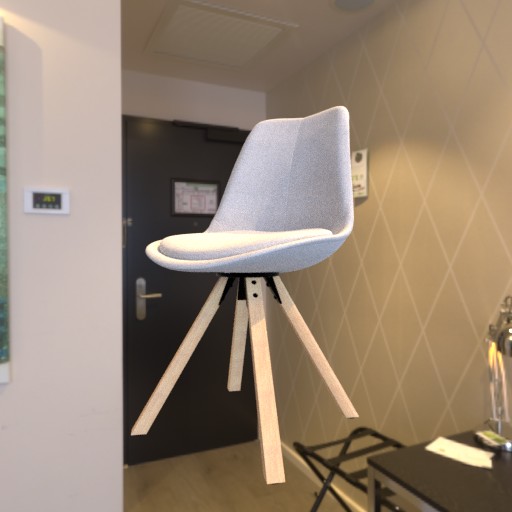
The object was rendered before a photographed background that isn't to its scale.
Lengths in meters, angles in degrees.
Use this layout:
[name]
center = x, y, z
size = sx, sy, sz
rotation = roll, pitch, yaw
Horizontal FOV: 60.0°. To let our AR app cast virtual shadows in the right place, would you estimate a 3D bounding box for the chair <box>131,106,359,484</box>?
[chair]
center = 0.000, 0.000, 1.156
size = 0.474, 0.863, 0.549
rotation = 1, 1, 34
